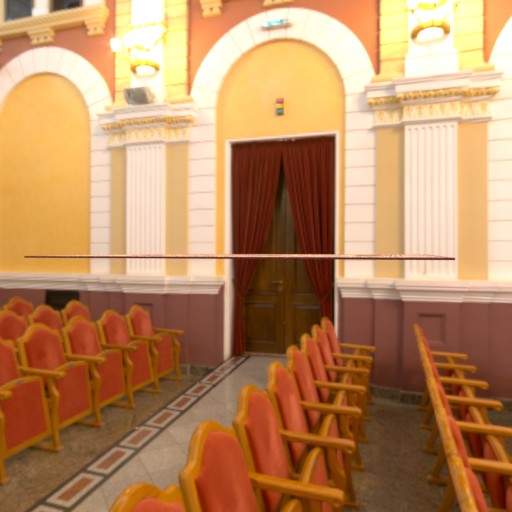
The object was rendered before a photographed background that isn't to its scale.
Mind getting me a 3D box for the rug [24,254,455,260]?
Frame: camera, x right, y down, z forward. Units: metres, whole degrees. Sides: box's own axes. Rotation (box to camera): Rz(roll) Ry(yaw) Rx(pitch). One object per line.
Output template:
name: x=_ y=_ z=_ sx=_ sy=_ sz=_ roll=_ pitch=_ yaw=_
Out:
rug: x=0.000 y=0.000 z=2.905 sx=2.210 sy=0.011 sz=1.599 roll=0 pitch=1 yaw=17
